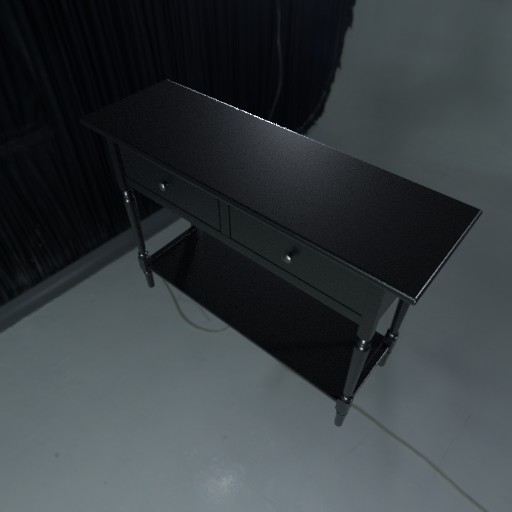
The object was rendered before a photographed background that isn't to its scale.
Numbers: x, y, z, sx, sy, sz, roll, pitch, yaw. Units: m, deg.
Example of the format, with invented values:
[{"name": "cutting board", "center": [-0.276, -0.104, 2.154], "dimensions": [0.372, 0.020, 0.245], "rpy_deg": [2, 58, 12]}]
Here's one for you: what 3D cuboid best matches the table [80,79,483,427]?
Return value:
[{"name": "table", "center": [0.000, 0.000, 1.583], "dimensions": [1.191, 0.819, 0.386], "rpy_deg": [31, 53, 26]}]
